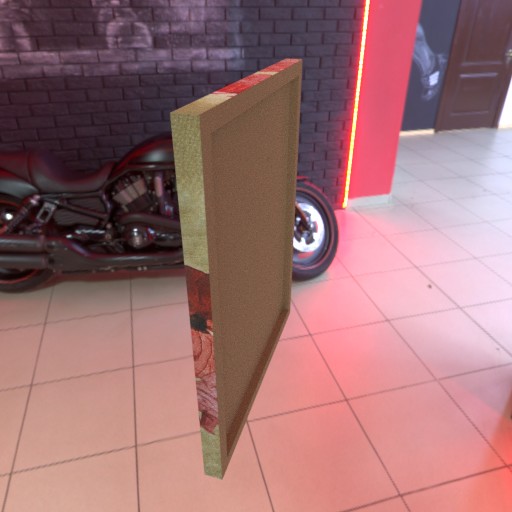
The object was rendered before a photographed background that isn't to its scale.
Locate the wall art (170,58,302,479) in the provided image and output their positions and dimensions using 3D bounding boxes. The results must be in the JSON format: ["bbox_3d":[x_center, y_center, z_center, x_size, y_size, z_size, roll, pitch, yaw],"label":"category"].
[{"bbox_3d":[0.000,0.000,0.674,0.028,0.508,0.406,9,31,15],"label":"wall art"}]
